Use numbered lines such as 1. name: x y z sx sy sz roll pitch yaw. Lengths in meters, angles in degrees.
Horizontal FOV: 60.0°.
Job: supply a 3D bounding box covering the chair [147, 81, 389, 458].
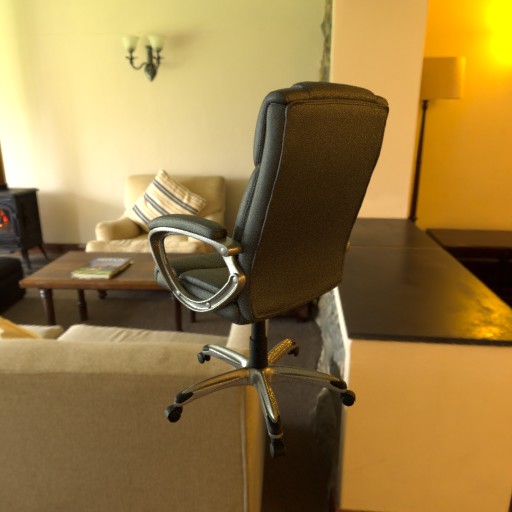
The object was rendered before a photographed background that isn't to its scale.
1. chair: 0.000 0.000 1.596 0.721 1.130 0.719 -15 22 -41
